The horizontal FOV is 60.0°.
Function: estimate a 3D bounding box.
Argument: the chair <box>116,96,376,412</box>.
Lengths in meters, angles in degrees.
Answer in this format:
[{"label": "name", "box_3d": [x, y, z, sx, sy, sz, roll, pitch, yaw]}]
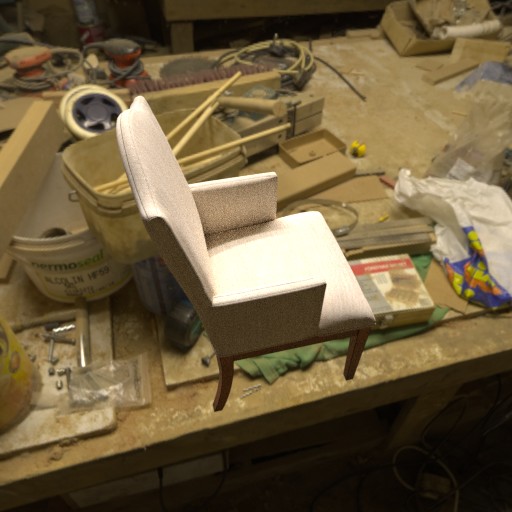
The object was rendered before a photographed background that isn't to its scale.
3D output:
[{"label": "chair", "box_3d": [0.000, 0.000, 1.397, 0.641, 1.016, 0.533, -10, 48, -9]}]
